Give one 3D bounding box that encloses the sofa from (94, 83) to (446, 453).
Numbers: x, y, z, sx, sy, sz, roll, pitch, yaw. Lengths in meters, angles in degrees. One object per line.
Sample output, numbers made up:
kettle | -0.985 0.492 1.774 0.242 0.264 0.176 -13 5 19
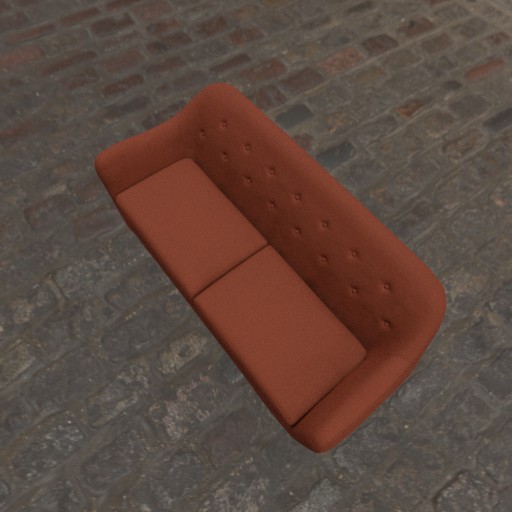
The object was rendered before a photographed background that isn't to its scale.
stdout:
sofa | 0.000 0.000 2.301 0.820 0.836 1.840 -35 68 -16
